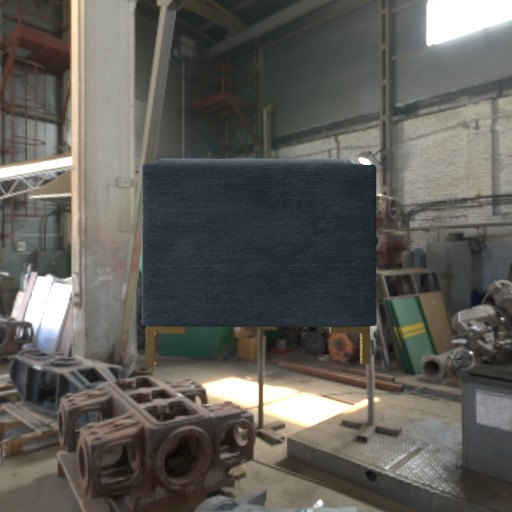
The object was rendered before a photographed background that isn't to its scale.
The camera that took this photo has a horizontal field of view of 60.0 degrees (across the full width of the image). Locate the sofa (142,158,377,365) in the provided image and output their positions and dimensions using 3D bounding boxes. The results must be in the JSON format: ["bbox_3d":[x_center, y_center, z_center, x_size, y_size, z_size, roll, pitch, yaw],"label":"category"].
[{"bbox_3d":[0.000,0.000,2.473,0.796,0.705,2.102,0,0,0],"label":"sofa"}]
